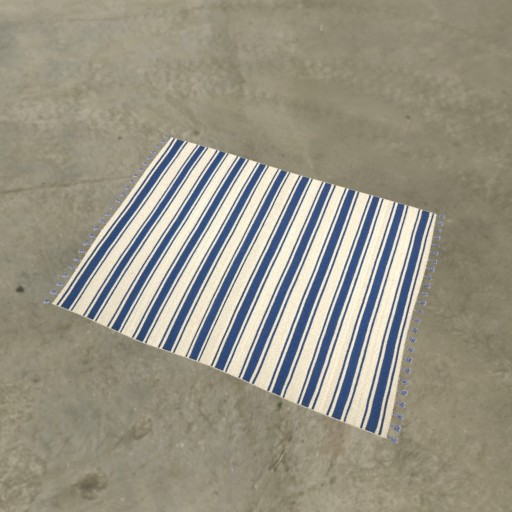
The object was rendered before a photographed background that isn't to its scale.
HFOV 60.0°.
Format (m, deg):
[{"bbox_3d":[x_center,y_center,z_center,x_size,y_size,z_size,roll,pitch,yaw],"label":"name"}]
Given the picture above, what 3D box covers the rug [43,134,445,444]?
[{"bbox_3d":[0.000,0.000,4.471,3.416,0.016,2.471,19,59,12],"label":"rug"}]
